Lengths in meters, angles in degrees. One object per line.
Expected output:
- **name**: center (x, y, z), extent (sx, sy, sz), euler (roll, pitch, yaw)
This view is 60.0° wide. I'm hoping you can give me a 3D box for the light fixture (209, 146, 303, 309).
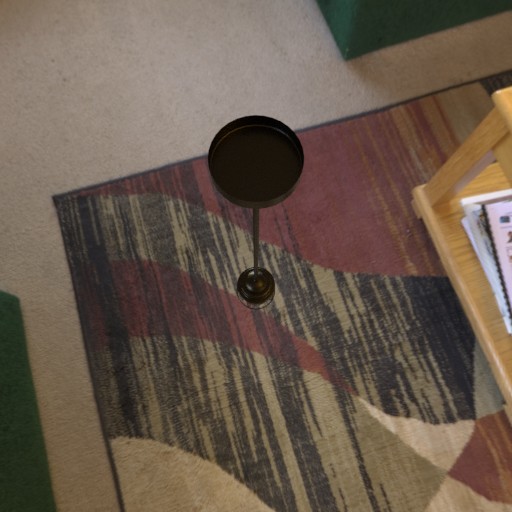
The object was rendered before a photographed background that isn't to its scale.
- **light fixture**: center (0.000, 0.000, 1.008), extent (0.123, 0.920, 0.123), euler (-34, 77, -9)
